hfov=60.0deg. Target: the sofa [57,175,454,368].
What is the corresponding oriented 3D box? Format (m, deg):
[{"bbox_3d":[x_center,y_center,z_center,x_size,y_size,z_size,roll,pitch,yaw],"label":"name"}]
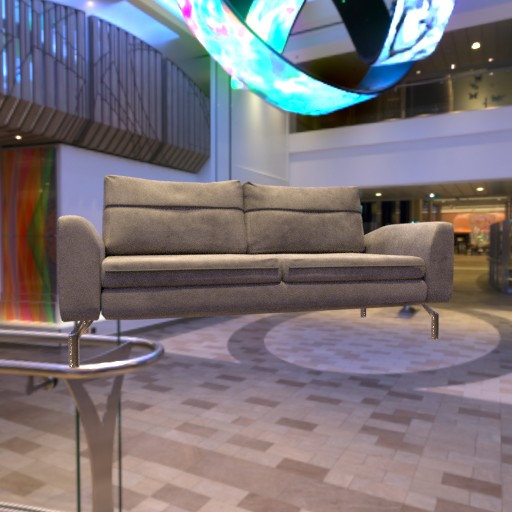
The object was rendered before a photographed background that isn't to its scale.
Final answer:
[{"bbox_3d":[0.000,0.000,2.338,1.837,0.859,0.849,-1,2,-17],"label":"sofa"}]
